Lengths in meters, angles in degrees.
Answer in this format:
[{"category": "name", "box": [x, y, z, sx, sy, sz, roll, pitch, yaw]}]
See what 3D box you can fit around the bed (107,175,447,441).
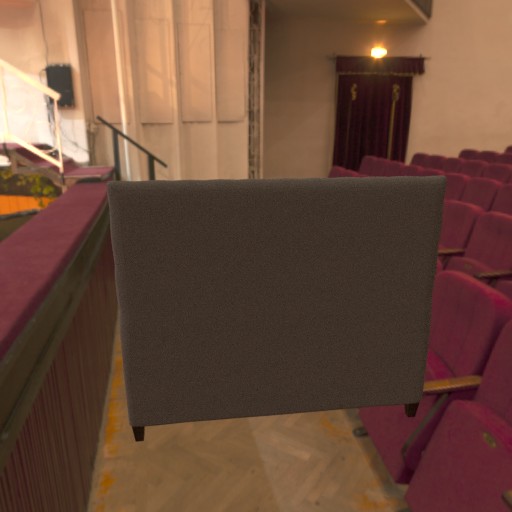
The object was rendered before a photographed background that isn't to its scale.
[{"category": "bed", "box": [0.000, 0.000, 3.375, 1.698, 1.427, 2.231, -2, 17, -7]}]
